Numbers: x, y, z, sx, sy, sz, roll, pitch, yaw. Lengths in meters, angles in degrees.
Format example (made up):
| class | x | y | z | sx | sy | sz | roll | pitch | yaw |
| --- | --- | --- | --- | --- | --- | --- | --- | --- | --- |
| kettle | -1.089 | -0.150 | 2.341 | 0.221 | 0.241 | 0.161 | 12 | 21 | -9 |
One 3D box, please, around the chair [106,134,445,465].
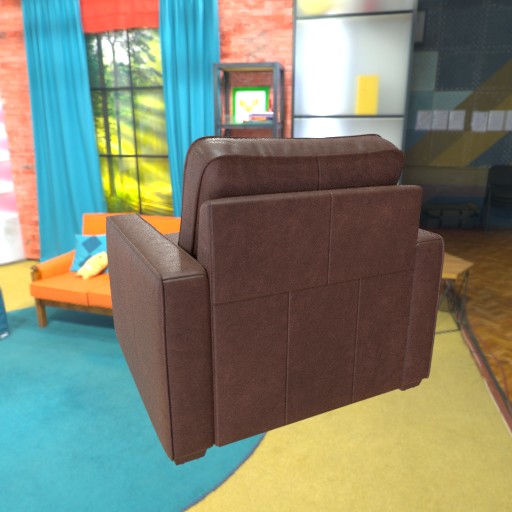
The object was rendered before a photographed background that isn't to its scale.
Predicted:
| class | x | y | z | sx | sy | sz | roll | pitch | yaw |
| --- | --- | --- | --- | --- | --- | --- | --- | --- | --- |
| chair | 0.000 | 0.000 | 1.721 | 1.017 | 0.919 | 0.940 | -8 | 18 | -25 |
